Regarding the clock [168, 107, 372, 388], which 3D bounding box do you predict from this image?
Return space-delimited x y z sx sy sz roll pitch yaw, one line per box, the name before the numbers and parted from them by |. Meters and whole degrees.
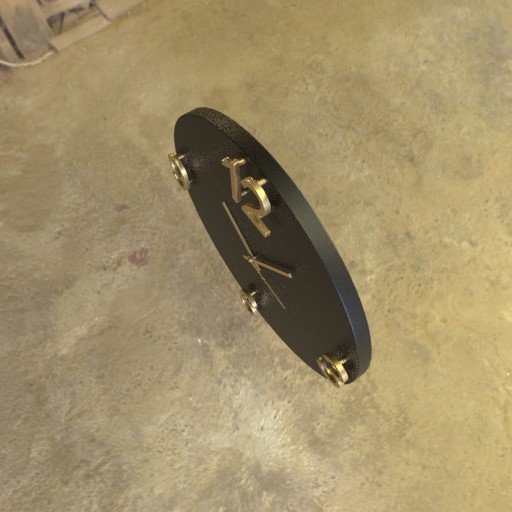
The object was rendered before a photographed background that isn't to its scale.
clock | 0.000 0.000 0.672 0.038 0.454 0.454 -33 68 -15
